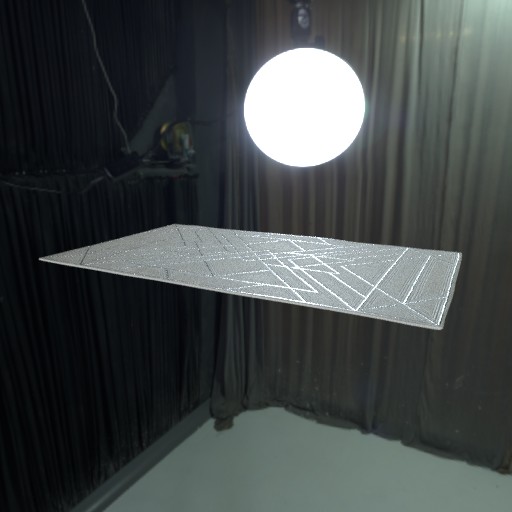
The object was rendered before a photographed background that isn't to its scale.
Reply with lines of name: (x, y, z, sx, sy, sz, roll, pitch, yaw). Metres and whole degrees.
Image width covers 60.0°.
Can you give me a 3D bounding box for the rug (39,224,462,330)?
rug: (0.000, 0.000, 1.047, 0.869, 0.008, 0.511, 7, 16, 27)
